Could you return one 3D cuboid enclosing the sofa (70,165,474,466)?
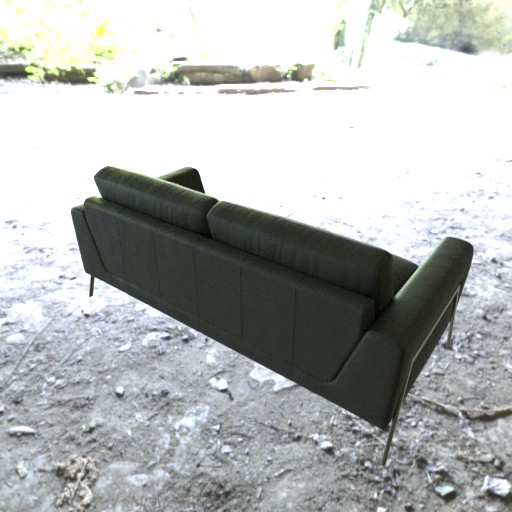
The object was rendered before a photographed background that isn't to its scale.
[{"bbox_3d":[0.000,0.000,2.454,2.017,0.875,0.953,20,36,31],"label":"sofa"}]
